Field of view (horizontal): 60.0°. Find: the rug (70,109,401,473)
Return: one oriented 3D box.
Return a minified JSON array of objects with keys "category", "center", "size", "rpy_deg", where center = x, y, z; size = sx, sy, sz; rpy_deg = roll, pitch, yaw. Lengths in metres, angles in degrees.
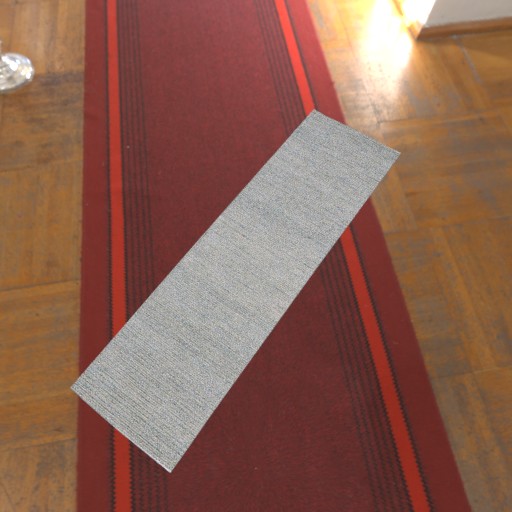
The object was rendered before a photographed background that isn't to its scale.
[{"category":"rug","center":[0.000,0.000,2.595],"size":[0.675,0.037,2.341],"rpy_deg":[33,69,15]}]
